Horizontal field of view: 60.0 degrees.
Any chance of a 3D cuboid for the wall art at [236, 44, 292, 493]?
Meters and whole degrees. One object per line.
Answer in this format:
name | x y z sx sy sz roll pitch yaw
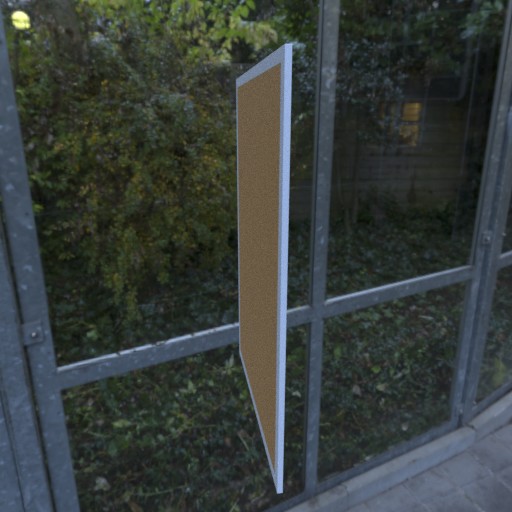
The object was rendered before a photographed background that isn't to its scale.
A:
wall art | 0.000 0.000 1.191 0.013 0.940 0.659 -3 17 -9
